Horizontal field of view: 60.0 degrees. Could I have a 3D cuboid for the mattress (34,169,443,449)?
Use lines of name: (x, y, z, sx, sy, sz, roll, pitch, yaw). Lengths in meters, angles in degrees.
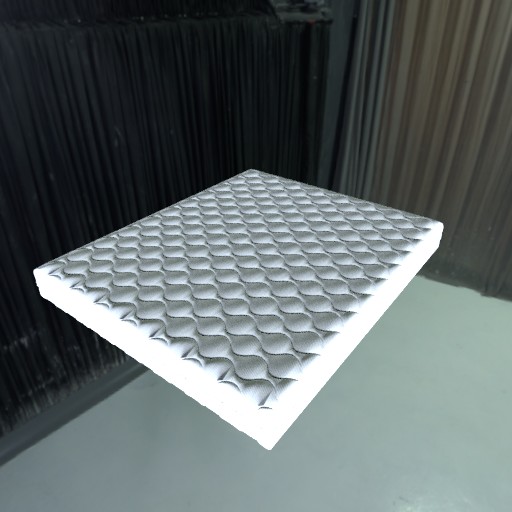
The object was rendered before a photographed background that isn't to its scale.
mattress: (0.000, 0.000, 2.657, 1.600, 0.200, 1.900, 22, 38, 31)
